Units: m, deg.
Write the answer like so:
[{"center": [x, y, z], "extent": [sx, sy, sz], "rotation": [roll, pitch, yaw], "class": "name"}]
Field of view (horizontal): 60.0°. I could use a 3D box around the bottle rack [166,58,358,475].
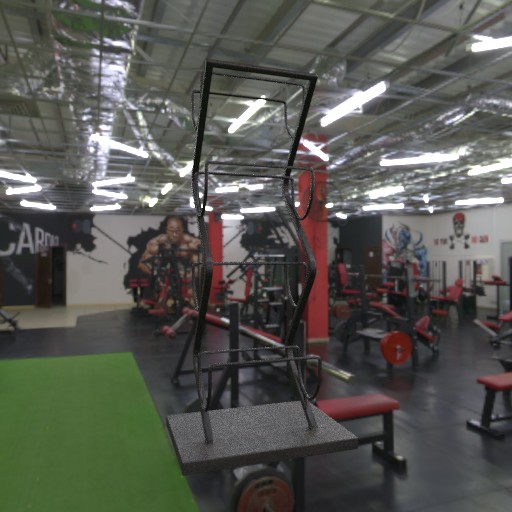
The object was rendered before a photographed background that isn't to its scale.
[{"center": [0.000, 0.000, 0.687], "extent": [0.254, 0.559, 0.178], "rotation": [0, 0, -18], "class": "bottle rack"}]
